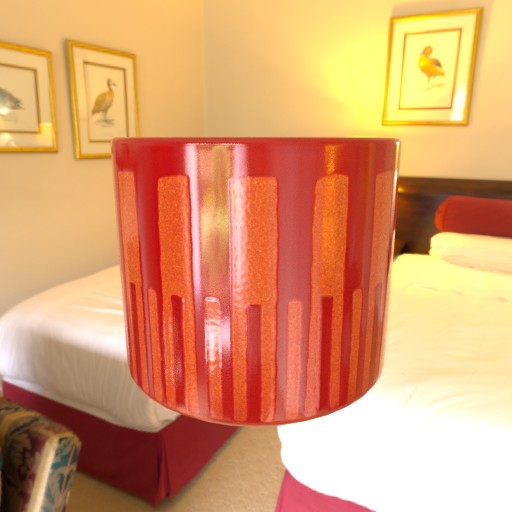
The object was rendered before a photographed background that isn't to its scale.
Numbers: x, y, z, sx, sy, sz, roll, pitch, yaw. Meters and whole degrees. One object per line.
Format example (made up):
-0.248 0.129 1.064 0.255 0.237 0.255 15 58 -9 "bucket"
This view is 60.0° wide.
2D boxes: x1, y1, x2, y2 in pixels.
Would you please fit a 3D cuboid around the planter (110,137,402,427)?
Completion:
0.000 0.000 0.391 0.230 0.202 0.230 0 15 0 "planter"
